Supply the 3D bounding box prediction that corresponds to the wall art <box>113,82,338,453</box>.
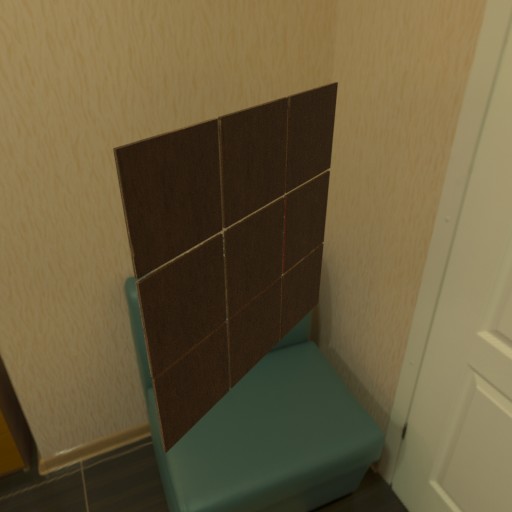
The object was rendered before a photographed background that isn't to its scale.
[{"bbox_3d":[0.000,0.000,1.854,0.013,1.213,1.215,20,36,30],"label":"wall art"}]
